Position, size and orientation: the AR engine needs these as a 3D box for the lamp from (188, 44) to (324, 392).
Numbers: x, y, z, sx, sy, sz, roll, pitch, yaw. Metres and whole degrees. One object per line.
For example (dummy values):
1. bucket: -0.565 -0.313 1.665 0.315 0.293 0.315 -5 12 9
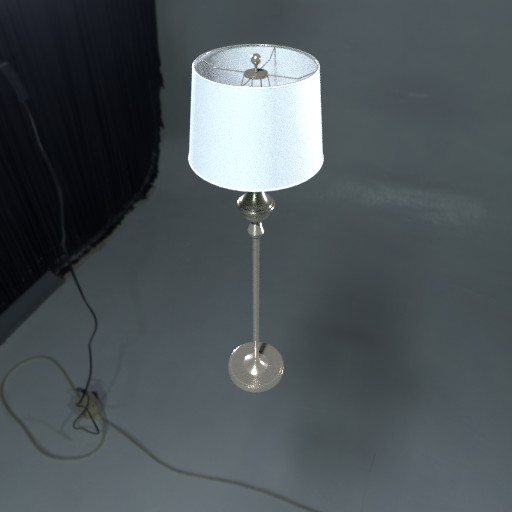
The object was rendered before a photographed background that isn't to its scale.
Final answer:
1. lamp: 0.000 0.000 1.711 0.431 1.488 0.431 0 42 0
